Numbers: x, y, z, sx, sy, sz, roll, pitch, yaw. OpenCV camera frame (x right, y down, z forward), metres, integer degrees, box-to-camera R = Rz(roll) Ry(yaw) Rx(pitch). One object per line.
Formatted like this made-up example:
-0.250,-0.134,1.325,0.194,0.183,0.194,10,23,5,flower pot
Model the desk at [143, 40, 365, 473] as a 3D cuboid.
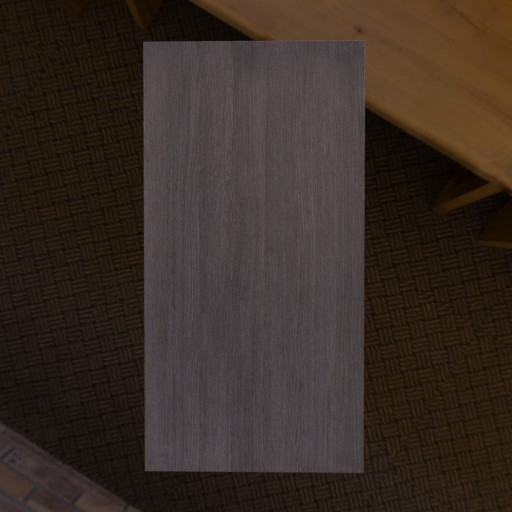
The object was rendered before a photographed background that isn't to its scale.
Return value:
0.000,0.000,1.495,0.560,0.735,1.097,0,91,1,desk
